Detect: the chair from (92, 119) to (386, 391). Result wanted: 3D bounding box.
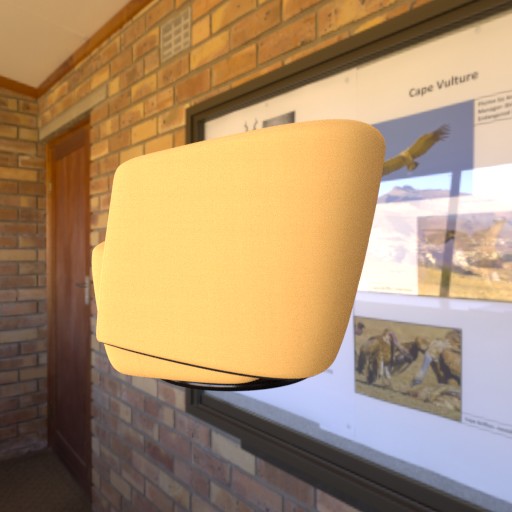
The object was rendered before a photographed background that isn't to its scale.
[{"bbox_3d":[0.000,0.000,1.369,0.767,0.698,0.773,0,0,17],"label":"chair"}]
